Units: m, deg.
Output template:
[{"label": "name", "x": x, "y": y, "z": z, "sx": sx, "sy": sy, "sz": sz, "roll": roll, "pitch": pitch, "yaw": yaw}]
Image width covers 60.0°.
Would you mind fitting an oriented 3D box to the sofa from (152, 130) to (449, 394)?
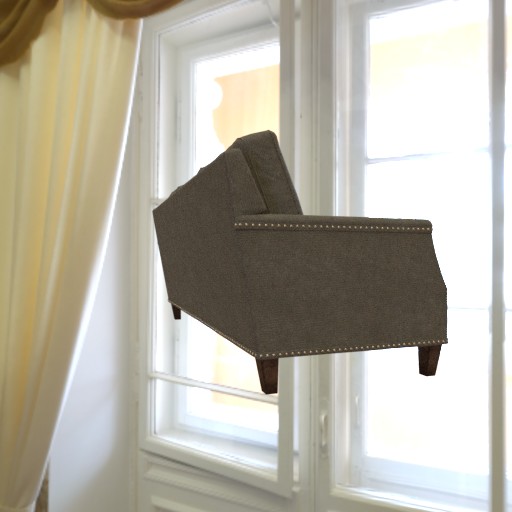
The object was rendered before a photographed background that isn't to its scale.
[{"label": "sofa", "x": 0.000, "y": 0.000, "z": 2.780, "sx": 1.034, "sy": 1.042, "sz": 2.226, "roll": 0, "pitch": 0, "yaw": -20}]
